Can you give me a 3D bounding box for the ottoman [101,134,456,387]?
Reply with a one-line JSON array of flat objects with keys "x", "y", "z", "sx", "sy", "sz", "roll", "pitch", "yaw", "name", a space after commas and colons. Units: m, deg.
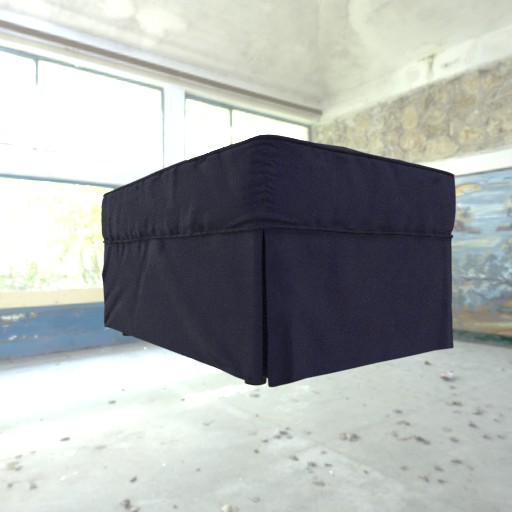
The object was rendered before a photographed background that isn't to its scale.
[{"x": 0.000, "y": 0.000, "z": 1.283, "sx": 0.637, "sy": 0.503, "sz": 0.938, "roll": 0, "pitch": -1, "yaw": -36, "name": "ottoman"}]
